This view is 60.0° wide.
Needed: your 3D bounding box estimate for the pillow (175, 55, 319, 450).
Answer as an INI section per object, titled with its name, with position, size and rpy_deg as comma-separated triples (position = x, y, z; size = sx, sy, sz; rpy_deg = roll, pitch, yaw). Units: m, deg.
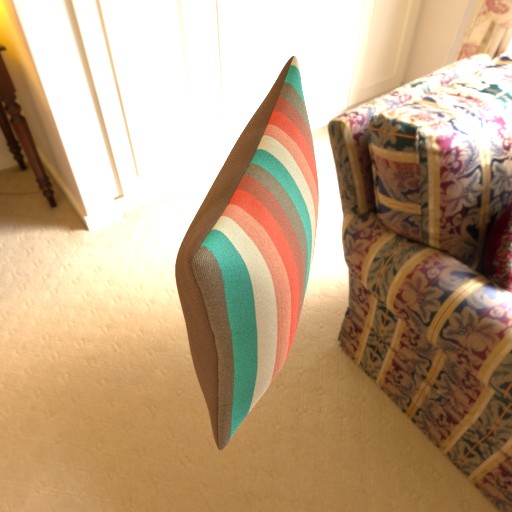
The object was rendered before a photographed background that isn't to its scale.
[pillow]
position = 0.000, 0.000, 0.692
size = 0.168, 0.443, 0.453
rpy_deg = 11, 47, 10
